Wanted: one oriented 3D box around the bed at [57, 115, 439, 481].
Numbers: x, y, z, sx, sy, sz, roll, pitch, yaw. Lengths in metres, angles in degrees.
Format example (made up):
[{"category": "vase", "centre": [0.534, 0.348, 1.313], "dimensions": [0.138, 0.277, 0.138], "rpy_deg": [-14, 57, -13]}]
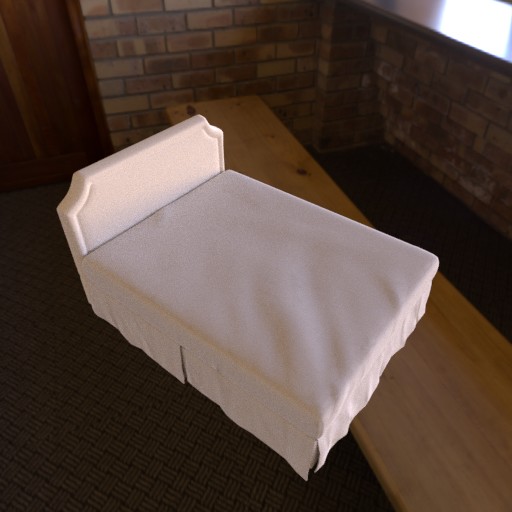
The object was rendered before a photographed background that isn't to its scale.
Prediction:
[{"category": "bed", "centre": [0.000, 0.000, 3.624], "dimensions": [2.498, 1.293, 1.977], "rpy_deg": [27, 48, 28]}]
